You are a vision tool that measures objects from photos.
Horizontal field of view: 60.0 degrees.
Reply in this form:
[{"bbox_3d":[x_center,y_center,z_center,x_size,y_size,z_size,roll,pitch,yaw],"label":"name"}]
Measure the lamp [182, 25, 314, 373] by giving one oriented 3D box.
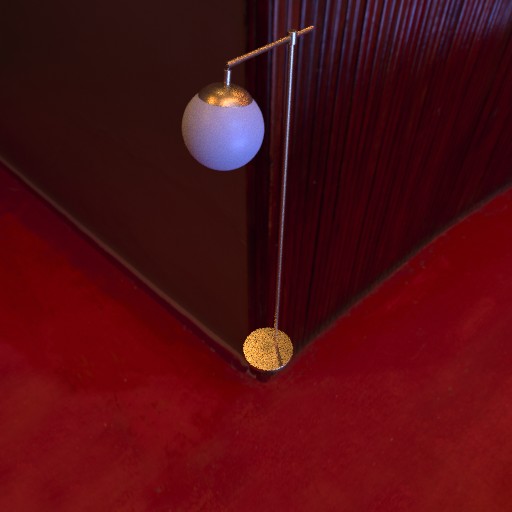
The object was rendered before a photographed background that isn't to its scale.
[{"bbox_3d":[0.000,0.000,1.651,0.249,1.505,0.476,33,54,28],"label":"lamp"}]
